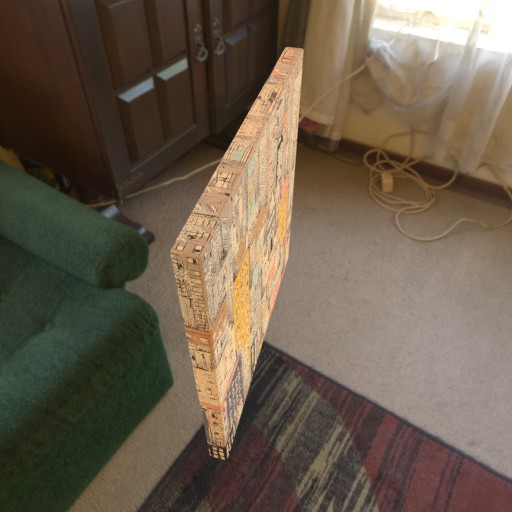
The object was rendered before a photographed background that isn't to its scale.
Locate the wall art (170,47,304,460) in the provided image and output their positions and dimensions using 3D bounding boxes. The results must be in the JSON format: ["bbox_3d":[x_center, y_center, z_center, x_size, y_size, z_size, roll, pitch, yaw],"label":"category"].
[{"bbox_3d":[0.000,0.000,0.909,0.038,0.608,0.607,11,47,10],"label":"wall art"}]
